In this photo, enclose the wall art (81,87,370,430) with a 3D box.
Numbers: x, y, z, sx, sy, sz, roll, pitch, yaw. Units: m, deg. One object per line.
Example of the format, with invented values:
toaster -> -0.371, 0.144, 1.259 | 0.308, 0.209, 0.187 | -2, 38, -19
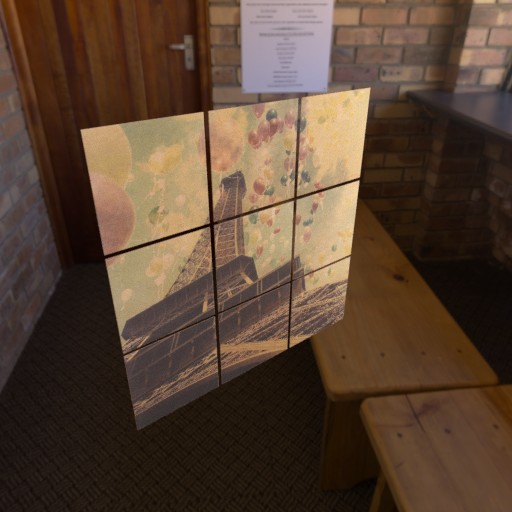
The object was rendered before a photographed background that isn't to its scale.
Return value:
wall art -> 0.000, 0.000, 2.286 | 1.517, 1.505, 0.002 | -21, 35, -32
